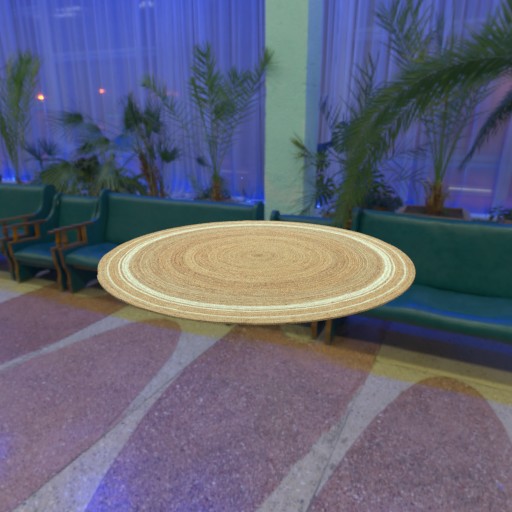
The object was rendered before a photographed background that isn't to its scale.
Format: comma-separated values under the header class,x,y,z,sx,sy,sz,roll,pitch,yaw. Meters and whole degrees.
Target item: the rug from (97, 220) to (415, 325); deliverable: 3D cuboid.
class,x,y,z,sx,sy,sz,roll,pitch,yaw
rug,0.000,0.000,3.593,2.444,0.015,2.444,0,18,0
